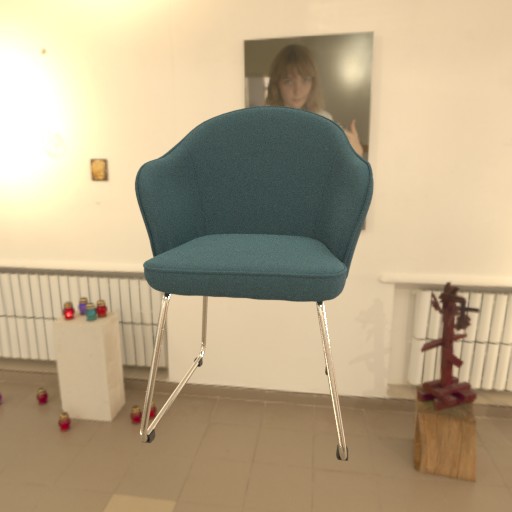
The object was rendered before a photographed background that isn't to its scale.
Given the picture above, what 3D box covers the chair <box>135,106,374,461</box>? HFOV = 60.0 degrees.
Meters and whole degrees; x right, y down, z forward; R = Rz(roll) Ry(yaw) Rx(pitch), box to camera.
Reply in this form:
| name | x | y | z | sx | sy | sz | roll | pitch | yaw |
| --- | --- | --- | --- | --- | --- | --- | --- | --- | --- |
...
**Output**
| name | x | y | z | sx | sy | sz | roll | pitch | yaw |
| --- | --- | --- | --- | --- | --- | --- | --- | --- | --- |
| chair | 0.000 | 0.000 | 1.183 | 0.570 | 0.815 | 0.585 | 2 | 13 | 8 |
